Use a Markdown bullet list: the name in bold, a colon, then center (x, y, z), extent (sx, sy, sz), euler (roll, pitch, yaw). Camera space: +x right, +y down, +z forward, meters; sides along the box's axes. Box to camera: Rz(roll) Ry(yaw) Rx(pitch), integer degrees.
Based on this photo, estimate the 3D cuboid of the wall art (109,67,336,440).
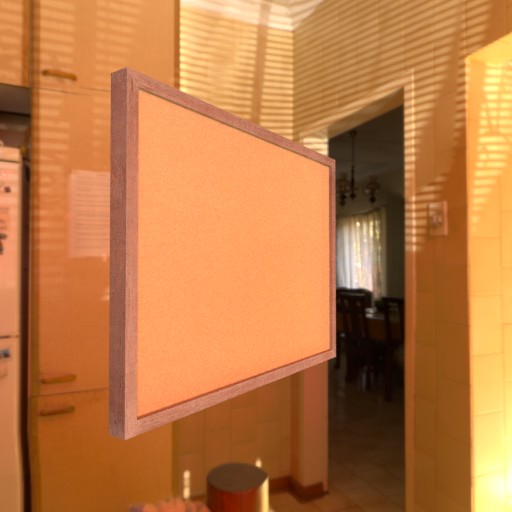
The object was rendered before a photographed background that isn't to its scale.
- **wall art**: center (0.000, 0.000, 1.757), extent (0.070, 1.009, 1.320), euler (-1, -1, 35)
